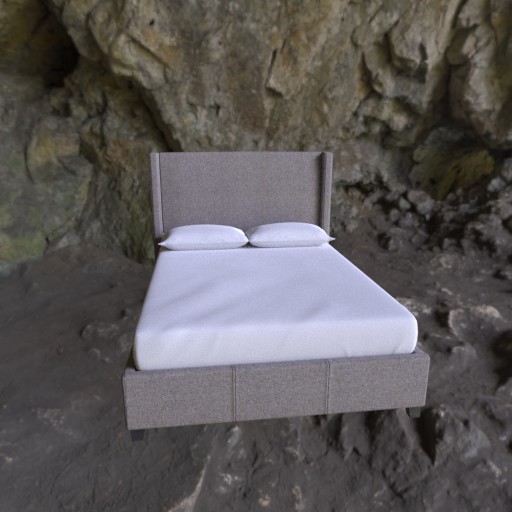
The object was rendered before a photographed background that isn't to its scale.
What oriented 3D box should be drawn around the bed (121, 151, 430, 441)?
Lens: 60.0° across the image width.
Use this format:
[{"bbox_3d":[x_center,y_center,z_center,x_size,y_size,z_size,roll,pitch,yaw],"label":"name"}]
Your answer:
[{"bbox_3d":[0.000,0.000,3.389,1.714,1.476,2.245,-2,16,-7],"label":"bed"}]
